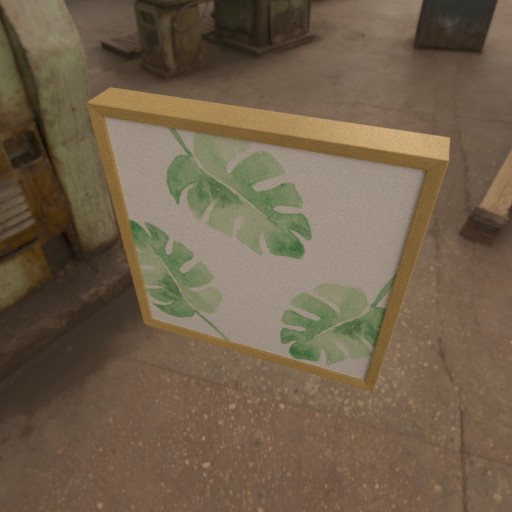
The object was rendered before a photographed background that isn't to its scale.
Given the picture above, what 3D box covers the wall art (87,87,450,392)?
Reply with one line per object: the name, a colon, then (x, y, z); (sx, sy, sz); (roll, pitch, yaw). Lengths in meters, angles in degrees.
wall art: (0.000, 0.000, 0.468); (0.305, 0.305, 0.038); (13, 43, 14)
